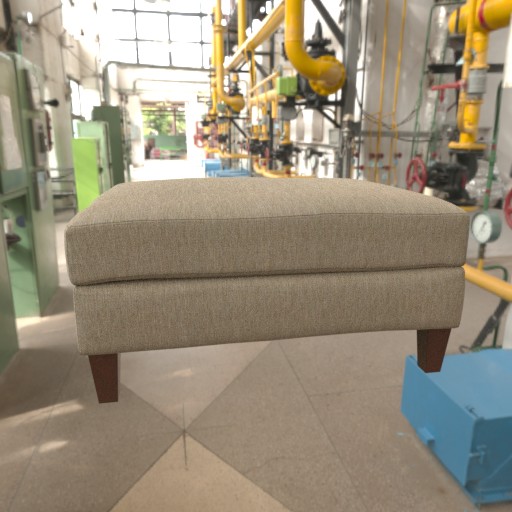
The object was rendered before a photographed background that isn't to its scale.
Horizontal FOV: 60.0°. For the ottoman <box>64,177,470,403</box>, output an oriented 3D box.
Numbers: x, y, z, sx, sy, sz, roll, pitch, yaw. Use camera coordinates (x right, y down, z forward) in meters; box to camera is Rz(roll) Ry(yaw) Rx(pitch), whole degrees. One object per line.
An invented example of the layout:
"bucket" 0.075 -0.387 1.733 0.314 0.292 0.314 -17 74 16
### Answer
"ottoman" 0.000 0.000 1.438 0.976 0.492 0.836 -3 15 -9
